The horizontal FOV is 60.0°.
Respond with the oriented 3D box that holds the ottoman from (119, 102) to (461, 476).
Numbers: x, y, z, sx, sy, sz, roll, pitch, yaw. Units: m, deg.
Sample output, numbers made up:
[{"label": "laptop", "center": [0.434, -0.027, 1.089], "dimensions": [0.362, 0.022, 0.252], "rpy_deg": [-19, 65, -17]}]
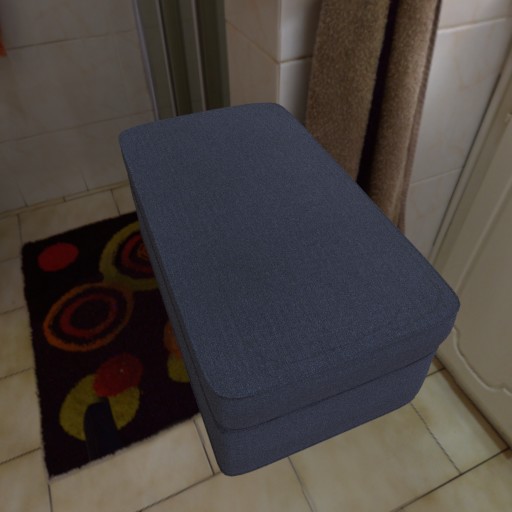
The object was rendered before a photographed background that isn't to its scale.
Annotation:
[{"label": "ottoman", "center": [0.000, 0.000, 1.158], "dimensions": [0.505, 0.453, 0.895], "rpy_deg": [-16, 48, -15]}]
